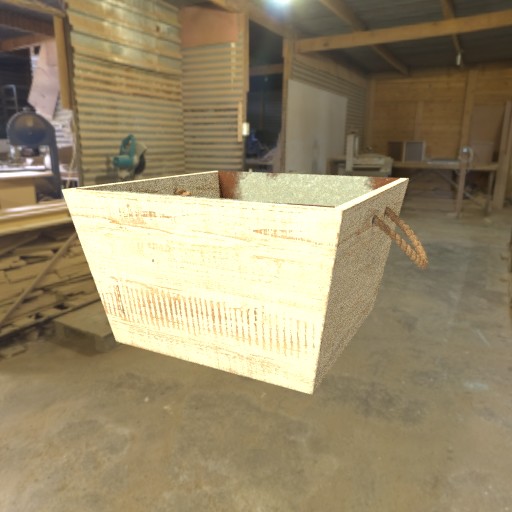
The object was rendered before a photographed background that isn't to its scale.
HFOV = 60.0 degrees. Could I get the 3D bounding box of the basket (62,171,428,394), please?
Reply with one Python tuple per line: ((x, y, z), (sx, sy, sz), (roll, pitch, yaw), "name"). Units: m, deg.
((0.000, 0.000, 0.751), (0.545, 0.247, 0.413), (8, 17, 26), "basket")
